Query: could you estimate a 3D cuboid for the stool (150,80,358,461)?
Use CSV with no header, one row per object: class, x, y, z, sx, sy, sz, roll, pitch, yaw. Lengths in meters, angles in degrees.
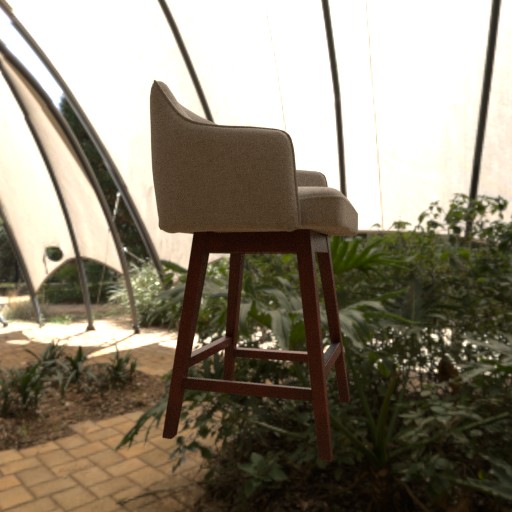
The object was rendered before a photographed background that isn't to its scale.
stool,0.000,0.000,1.307,0.558,0.944,0.599,0,0,17
